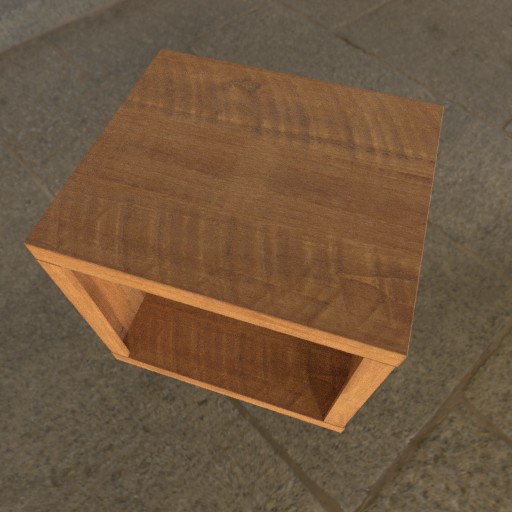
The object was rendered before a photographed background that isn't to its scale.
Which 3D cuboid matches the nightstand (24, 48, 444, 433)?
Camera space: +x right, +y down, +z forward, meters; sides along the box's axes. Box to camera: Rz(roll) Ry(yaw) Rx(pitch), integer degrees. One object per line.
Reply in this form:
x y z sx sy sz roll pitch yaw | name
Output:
0.000 0.000 0.846 0.493 0.491 0.436 15 60 9 | nightstand
